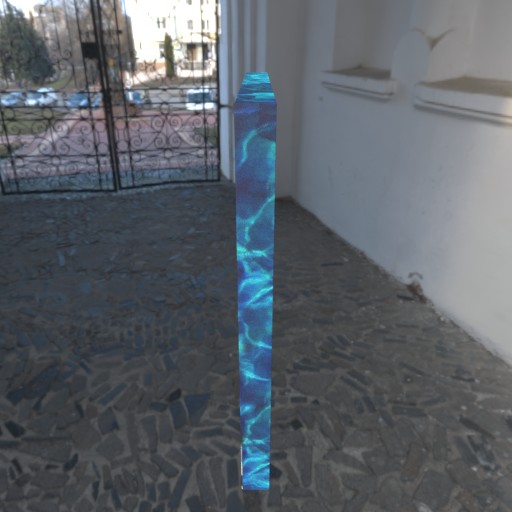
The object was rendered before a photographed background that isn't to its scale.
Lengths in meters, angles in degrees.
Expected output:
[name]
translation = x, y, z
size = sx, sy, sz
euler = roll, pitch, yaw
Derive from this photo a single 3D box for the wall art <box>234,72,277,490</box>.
[wall art]
translation = 0.000, 0.000, 0.695
size = 0.038, 0.508, 0.432
euler = 0, 26, 0
